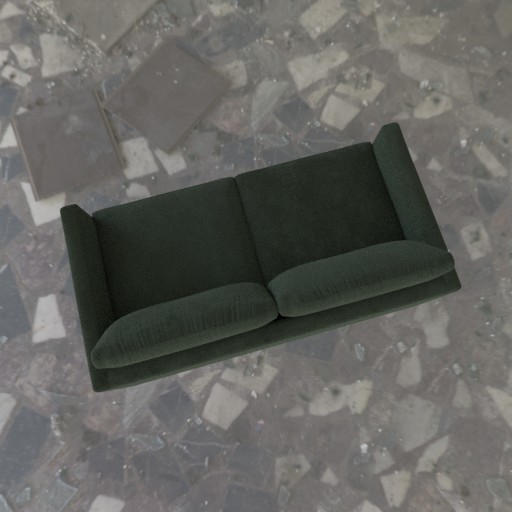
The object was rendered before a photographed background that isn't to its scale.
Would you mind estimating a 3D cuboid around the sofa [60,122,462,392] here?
[{"bbox_3d":[0.000,0.000,2.192,1.676,0.817,0.875,-15,77,-4],"label":"sofa"}]
